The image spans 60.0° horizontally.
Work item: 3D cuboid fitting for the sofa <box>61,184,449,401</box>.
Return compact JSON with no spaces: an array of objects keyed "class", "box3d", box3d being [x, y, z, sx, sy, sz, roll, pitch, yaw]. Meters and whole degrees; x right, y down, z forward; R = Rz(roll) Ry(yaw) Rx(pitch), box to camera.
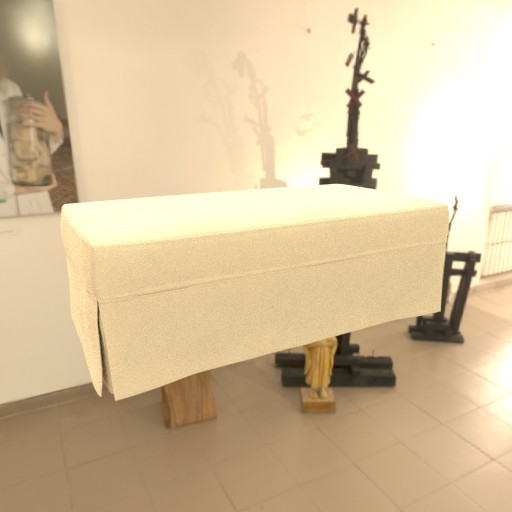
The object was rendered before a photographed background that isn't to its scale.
[{"class":"sofa","box3d":[0.000,0.000,2.151,1.677,0.552,0.939,-9,18,-27]}]
